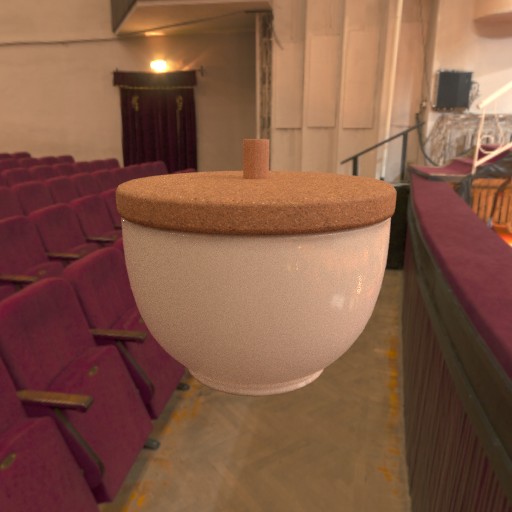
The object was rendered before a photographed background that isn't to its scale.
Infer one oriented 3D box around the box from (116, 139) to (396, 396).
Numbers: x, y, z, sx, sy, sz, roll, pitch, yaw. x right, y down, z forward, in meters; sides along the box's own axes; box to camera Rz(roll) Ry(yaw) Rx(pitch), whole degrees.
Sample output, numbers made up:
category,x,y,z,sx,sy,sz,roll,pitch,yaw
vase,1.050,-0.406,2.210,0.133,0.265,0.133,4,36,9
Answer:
category,x,y,z,sx,sy,sz,roll,pitch,yaw
box,0.000,0.000,0.184,0.107,0.094,0.107,0,15,0
